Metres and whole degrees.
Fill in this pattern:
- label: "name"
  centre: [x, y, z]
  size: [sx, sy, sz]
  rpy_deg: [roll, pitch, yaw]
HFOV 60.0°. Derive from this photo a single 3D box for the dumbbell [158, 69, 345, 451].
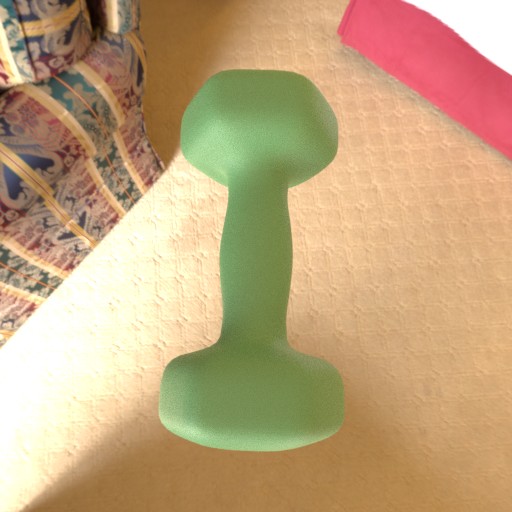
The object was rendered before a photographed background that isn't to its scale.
- label: "dumbbell"
  centre: [0.000, 0.000, 0.322]
  size: [0.126, 0.114, 0.257]
  rpy_deg: [2, 75, 1]
